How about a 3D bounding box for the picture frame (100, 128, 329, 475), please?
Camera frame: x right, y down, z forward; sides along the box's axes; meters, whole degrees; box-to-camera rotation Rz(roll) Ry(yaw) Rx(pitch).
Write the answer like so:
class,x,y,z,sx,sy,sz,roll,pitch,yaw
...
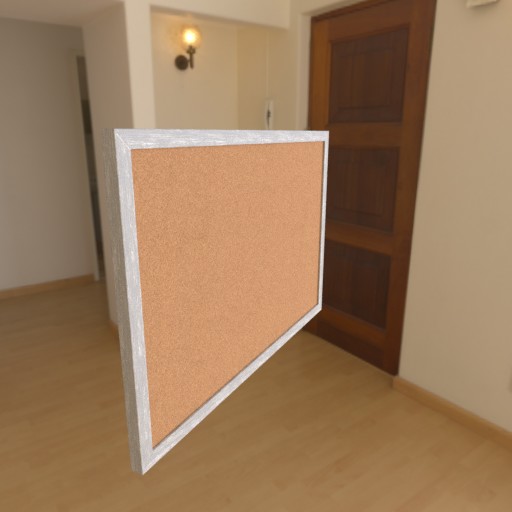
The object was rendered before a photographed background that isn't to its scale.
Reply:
class,x,y,z,sx,sy,sz,roll,pitch,yaw
picture frame,0.000,0.000,1.172,0.029,0.640,0.950,8,18,28
